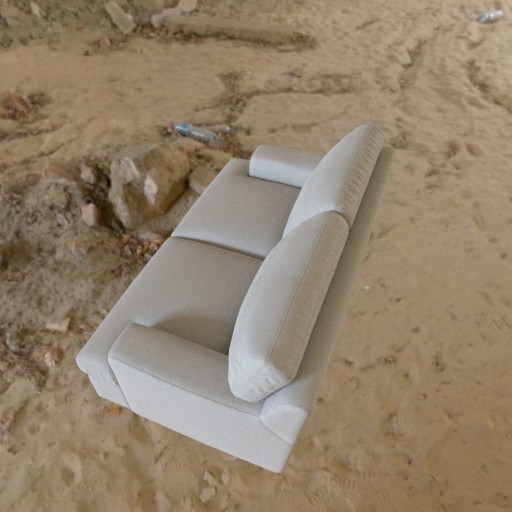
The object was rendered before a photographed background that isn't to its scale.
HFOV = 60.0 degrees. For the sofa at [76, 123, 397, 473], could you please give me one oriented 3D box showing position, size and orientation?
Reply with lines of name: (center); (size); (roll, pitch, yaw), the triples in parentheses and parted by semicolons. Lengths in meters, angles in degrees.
sofa: (0.000, 0.000, 2.475); (1.143, 0.940, 1.880); (16, 48, 15)
